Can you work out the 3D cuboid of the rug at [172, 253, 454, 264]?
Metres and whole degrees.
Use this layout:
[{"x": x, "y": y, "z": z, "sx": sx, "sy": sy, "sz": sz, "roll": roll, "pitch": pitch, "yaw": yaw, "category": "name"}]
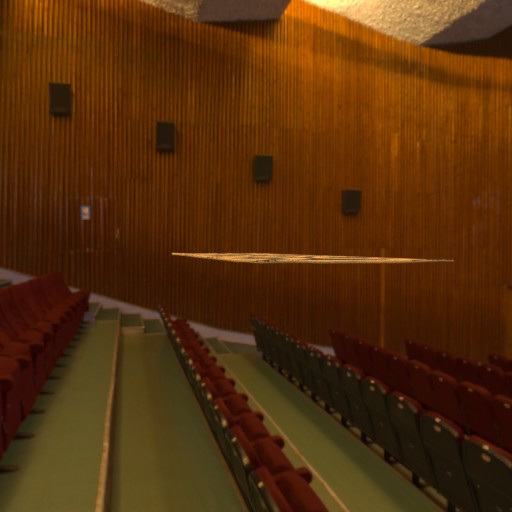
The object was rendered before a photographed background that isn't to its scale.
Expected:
[{"x": 0.000, "y": 0.000, "z": 2.474, "sx": 0.692, "sy": 0.017, "sz": 2.301, "roll": 0, "pitch": 1, "yaw": -17, "category": "rug"}]
